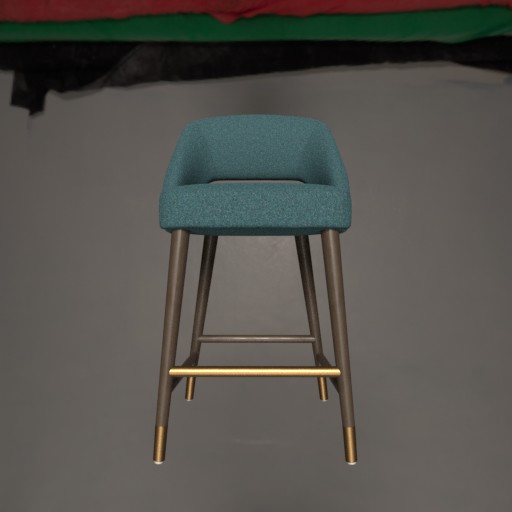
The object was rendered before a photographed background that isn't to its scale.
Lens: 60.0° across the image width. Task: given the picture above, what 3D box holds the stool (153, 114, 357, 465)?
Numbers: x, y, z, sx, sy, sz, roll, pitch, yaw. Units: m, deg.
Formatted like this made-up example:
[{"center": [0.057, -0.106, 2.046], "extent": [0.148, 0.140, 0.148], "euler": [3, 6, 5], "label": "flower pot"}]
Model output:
[{"center": [0.000, 0.000, 1.252], "extent": [0.536, 0.939, 0.522], "euler": [0, 1, 1], "label": "stool"}]
